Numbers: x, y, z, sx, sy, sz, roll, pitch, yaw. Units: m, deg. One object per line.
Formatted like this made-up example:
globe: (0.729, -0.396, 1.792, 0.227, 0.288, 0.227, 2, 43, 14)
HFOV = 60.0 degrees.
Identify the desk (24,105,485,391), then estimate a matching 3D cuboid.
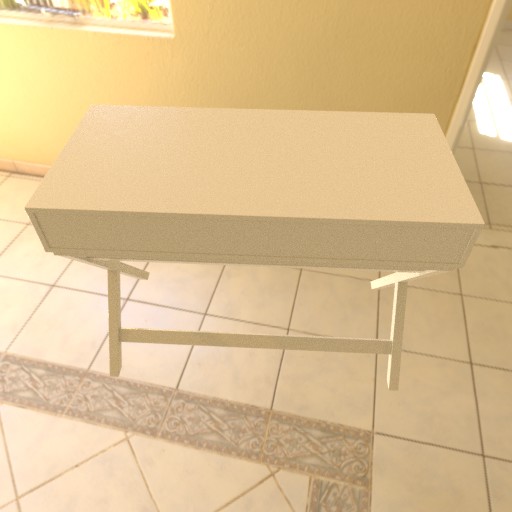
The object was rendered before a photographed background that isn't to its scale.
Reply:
desk: (0.000, 0.000, 1.469, 1.059, 0.780, 0.509, 2, 46, 2)
